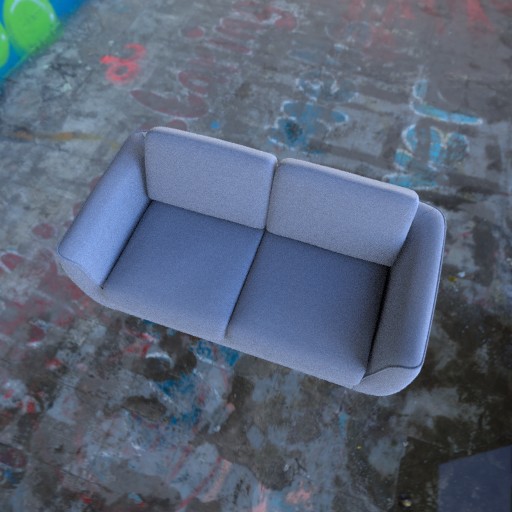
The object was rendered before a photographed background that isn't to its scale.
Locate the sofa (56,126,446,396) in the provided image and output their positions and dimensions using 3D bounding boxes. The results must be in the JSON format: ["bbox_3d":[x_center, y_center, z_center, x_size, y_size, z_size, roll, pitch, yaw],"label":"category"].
[{"bbox_3d":[0.000,0.000,2.235,1.700,0.850,0.920,16,61,9],"label":"sofa"}]
